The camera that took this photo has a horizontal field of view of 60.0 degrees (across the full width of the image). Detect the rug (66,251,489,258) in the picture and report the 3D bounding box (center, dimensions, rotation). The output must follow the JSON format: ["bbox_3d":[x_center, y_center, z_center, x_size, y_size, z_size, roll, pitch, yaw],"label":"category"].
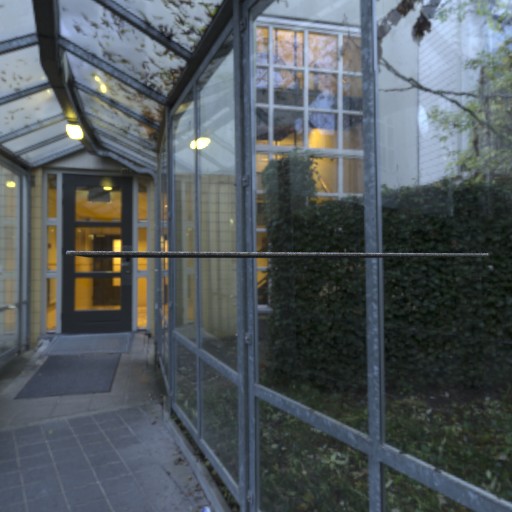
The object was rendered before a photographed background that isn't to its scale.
[{"bbox_3d":[0.000,0.000,4.133,3.049,0.025,2.449,0,-1,-18],"label":"rug"}]
